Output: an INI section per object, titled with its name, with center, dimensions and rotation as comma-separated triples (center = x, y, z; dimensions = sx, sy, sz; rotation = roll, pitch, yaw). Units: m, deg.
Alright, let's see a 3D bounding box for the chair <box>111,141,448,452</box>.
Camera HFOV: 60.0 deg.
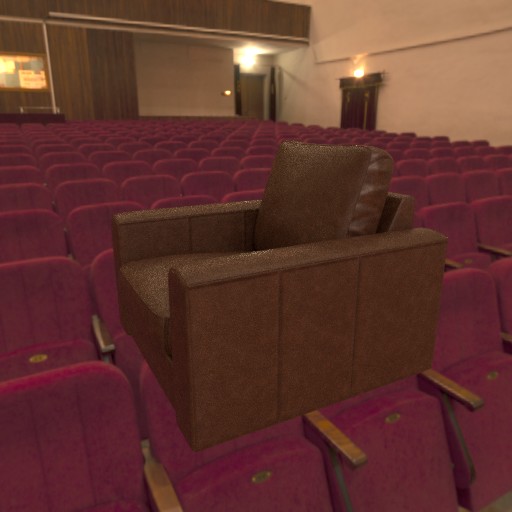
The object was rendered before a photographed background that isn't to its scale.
[chair]
center = 0.000, 0.000, 1.787
dimensions = 1.016, 0.873, 1.005
rotation = -9, 19, -27
